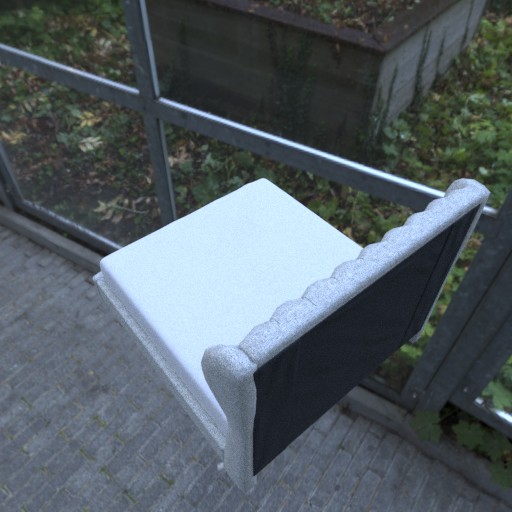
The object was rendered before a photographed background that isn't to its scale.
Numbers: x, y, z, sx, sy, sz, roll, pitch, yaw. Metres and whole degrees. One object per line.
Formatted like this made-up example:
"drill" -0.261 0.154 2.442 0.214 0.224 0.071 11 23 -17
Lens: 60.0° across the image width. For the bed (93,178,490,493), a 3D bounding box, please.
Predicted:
"bed" 0.000 0.000 3.709 2.219 1.771 2.347 -31 54 -26
